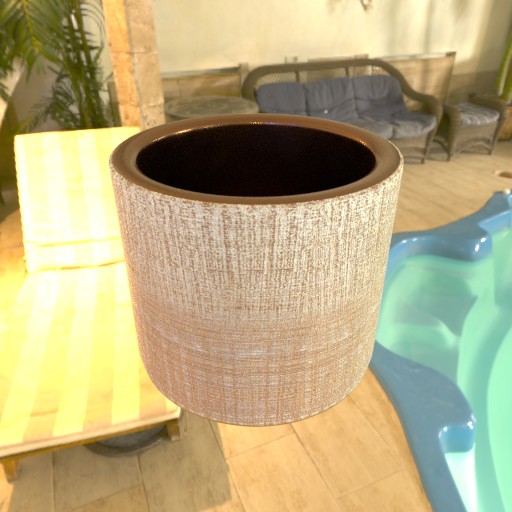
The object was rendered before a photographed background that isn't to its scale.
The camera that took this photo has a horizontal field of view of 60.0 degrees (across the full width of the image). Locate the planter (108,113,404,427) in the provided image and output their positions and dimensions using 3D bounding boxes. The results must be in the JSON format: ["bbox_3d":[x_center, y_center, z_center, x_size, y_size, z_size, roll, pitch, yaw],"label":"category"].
[{"bbox_3d":[0.000,0.000,0.190,0.109,0.096,0.109,0,31,0],"label":"planter"}]
